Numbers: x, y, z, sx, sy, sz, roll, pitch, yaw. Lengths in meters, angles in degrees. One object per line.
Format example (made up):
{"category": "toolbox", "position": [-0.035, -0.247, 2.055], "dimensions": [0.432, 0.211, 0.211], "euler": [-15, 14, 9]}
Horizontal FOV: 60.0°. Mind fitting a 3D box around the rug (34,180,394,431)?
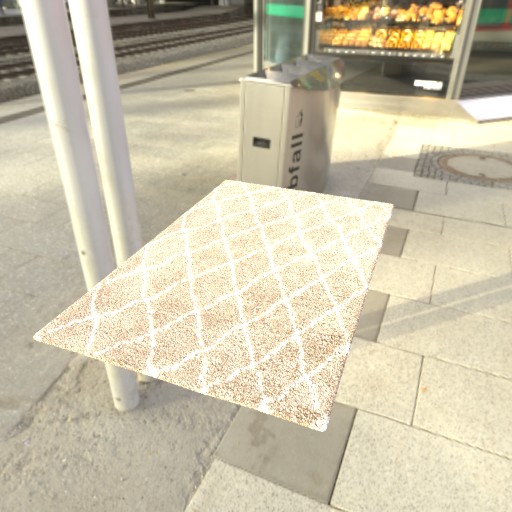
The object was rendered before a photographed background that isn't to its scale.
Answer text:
{"category": "rug", "position": [0.000, 0.000, 3.443], "dimensions": [1.778, 0.030, 2.743], "euler": [11, 33, 18]}
